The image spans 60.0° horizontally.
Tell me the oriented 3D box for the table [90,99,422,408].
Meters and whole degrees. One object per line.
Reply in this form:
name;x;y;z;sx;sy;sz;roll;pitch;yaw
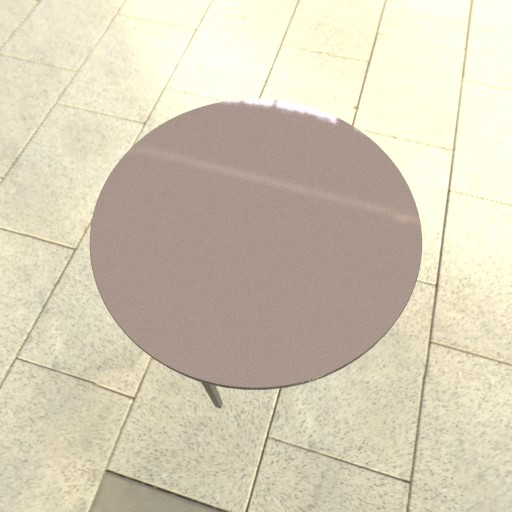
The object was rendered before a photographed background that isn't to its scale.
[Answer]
table;0.000;0.000;1.255;0.800;0.400;0.800;0;63;0
